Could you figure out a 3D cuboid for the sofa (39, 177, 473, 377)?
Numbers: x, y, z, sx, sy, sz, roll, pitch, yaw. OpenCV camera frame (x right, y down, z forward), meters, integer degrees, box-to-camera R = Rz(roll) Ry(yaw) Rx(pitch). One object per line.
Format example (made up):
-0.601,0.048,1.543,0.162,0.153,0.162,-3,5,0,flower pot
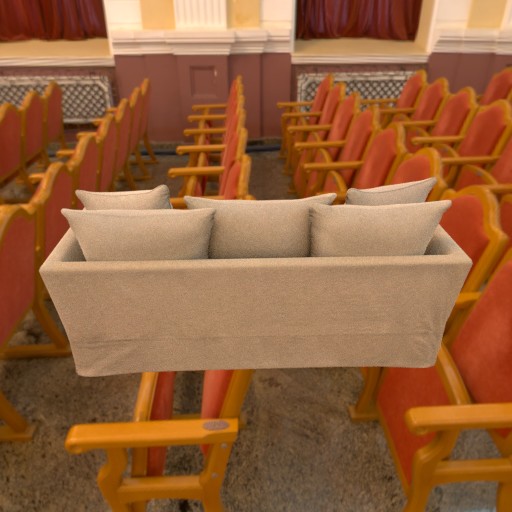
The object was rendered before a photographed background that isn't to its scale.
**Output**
0.000,0.000,2.845,2.290,1.034,1.031,-1,30,-2,sofa
